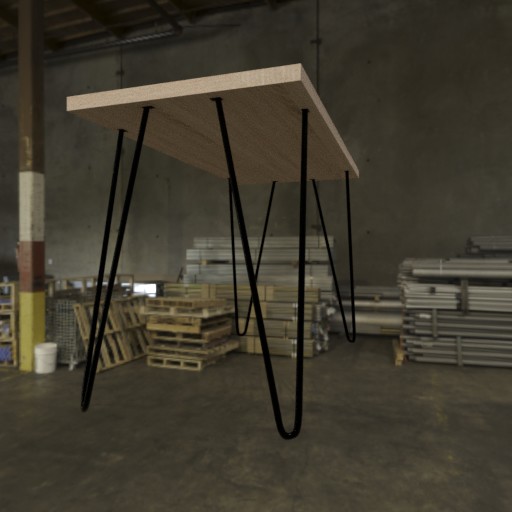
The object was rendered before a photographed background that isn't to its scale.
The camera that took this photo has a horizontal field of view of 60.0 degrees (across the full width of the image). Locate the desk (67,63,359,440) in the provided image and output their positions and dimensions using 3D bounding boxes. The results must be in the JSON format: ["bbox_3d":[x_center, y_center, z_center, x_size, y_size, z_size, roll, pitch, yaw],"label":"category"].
[{"bbox_3d":[0.000,0.000,1.313,0.499,0.660,0.991,0,0,19],"label":"desk"}]
